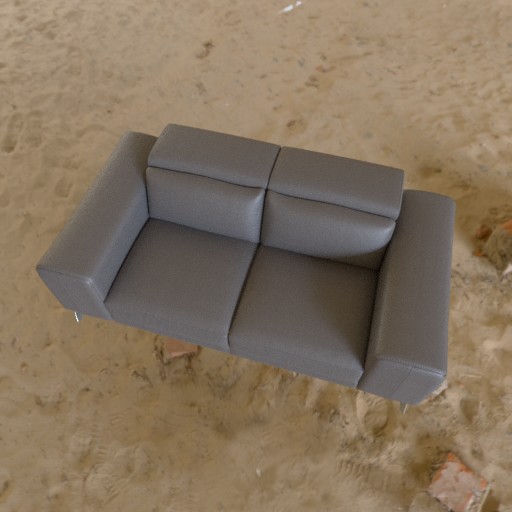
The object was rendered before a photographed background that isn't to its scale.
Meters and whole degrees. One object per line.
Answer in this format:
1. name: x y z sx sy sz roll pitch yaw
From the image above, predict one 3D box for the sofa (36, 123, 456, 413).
1. sofa: 0.000 0.000 2.380 1.930 0.753 1.024 14 58 9
